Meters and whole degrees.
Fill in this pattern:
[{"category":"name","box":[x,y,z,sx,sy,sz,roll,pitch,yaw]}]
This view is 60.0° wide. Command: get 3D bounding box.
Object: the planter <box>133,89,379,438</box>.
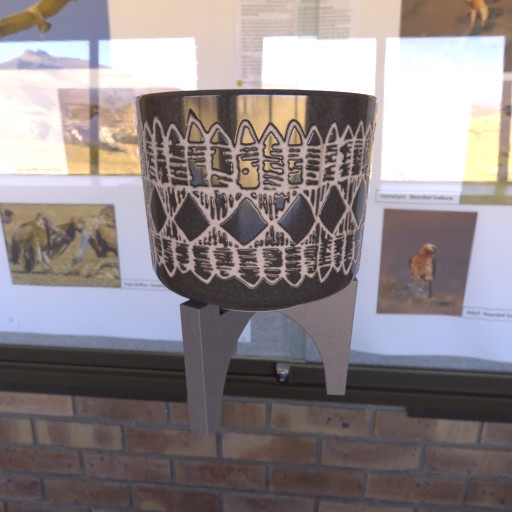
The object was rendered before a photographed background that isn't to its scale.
[{"category":"planter","box":[0.000,0.000,0.265,0.129,0.177,0.129,0,16,0]}]
